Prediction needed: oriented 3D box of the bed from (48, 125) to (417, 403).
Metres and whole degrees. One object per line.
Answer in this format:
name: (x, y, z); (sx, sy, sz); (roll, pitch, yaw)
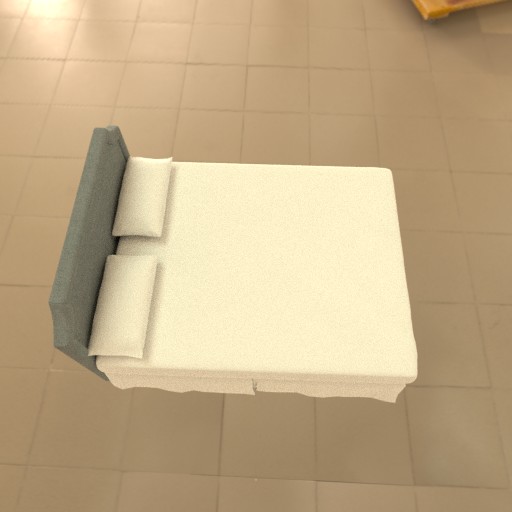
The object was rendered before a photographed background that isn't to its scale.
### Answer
bed: (0.000, 0.000, 3.534); (2.464, 1.306, 1.977); (2, 63, 1)
